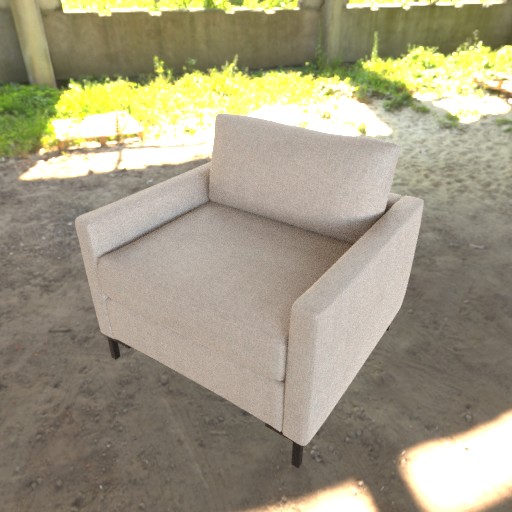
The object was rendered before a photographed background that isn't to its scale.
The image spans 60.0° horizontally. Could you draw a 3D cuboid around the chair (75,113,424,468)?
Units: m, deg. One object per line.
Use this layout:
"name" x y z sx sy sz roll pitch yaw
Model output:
"chair" 0.000 0.000 1.657 0.963 0.861 0.866 19 35 29
